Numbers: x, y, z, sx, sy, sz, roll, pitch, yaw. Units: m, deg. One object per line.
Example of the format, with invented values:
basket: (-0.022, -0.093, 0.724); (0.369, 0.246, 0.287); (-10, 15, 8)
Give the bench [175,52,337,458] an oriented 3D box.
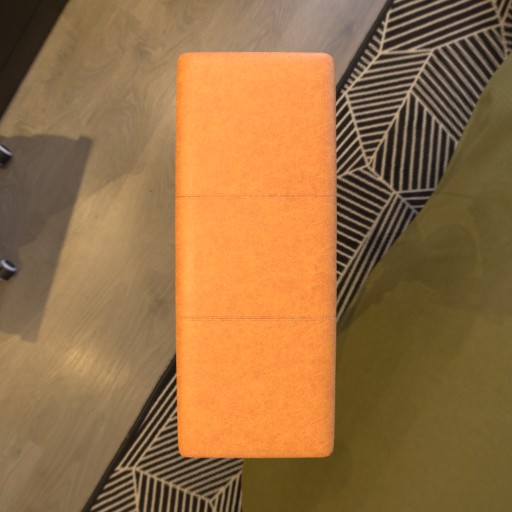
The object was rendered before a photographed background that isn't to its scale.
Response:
bench: (0.000, 0.000, 1.908); (0.653, 0.399, 1.610); (0, 91, 0)
